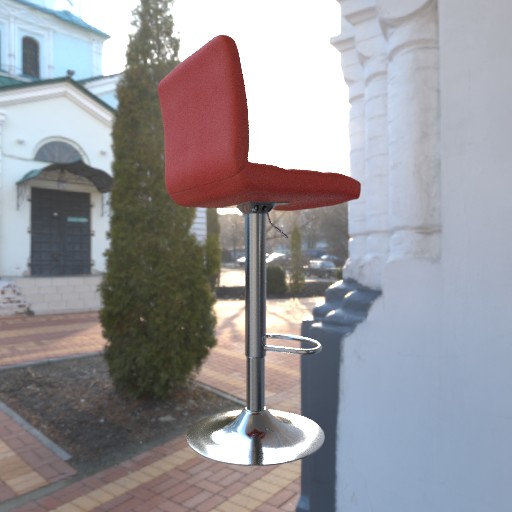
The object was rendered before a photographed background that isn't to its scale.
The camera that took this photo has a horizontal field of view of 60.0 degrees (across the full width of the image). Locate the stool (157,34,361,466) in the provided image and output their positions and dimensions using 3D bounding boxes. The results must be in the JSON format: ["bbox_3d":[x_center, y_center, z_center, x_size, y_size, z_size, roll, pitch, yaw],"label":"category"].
[{"bbox_3d":[0.000,0.000,1.380,0.505,1.115,0.430,0,0,-35],"label":"stool"}]
